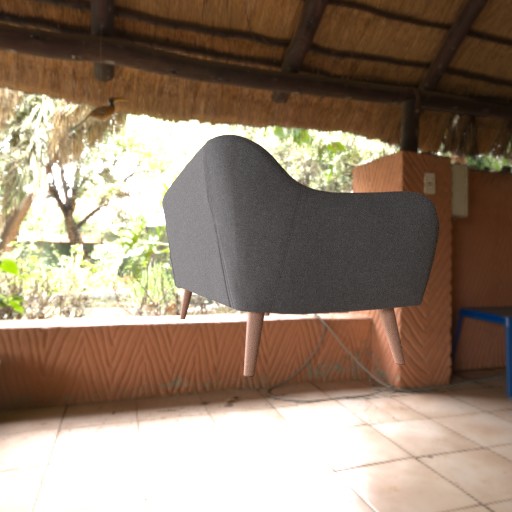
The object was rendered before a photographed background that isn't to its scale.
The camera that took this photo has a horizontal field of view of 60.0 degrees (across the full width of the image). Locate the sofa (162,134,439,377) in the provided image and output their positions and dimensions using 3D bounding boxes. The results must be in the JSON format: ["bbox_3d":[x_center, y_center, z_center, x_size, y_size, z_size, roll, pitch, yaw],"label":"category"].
[{"bbox_3d":[0.000,0.000,2.294,0.820,0.820,1.840,0,-1,-18],"label":"sofa"}]
